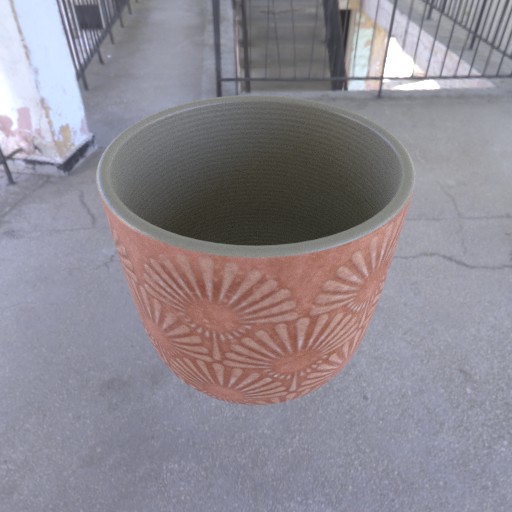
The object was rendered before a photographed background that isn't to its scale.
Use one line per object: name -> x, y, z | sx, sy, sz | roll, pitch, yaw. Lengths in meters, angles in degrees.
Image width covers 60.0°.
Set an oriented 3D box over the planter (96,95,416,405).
planter -> 0.000, 0.000, 0.213 | 0.124, 0.109, 0.124 | 0, 41, 0
